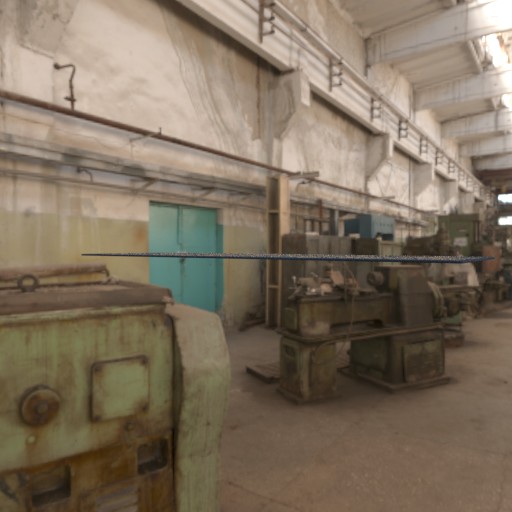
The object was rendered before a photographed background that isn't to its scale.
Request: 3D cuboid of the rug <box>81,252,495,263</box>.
[{"bbox_3d":[0.000,0.000,2.648,2.448,0.012,0.769,1,2,36],"label":"rug"}]
